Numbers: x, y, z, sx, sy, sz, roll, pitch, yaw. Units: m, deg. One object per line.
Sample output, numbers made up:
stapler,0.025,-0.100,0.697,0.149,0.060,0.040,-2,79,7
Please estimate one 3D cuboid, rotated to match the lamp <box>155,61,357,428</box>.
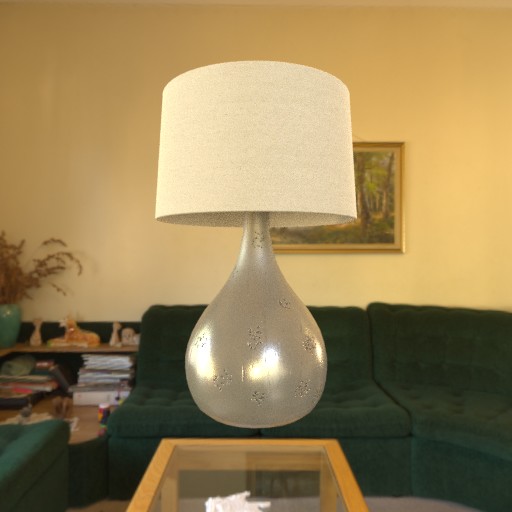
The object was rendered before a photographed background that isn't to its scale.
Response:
lamp,0.000,0.000,0.743,0.330,0.521,0.330,0,0,0
